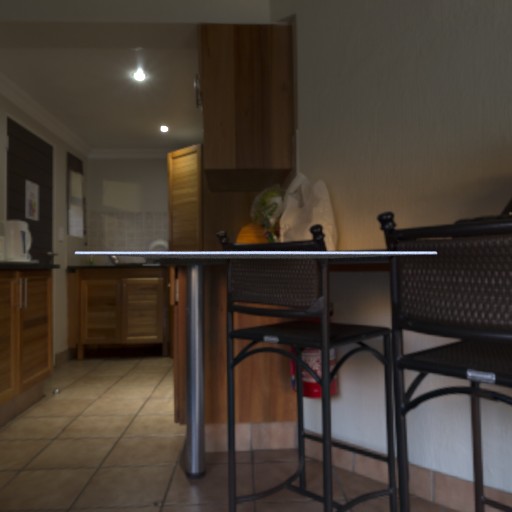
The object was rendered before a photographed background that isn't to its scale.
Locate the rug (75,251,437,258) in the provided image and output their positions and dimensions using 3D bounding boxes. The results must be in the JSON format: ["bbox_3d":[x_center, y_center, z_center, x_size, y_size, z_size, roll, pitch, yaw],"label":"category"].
[{"bbox_3d":[0.000,0.000,3.067,1.521,0.015,2.436,0,-1,0],"label":"rug"}]
